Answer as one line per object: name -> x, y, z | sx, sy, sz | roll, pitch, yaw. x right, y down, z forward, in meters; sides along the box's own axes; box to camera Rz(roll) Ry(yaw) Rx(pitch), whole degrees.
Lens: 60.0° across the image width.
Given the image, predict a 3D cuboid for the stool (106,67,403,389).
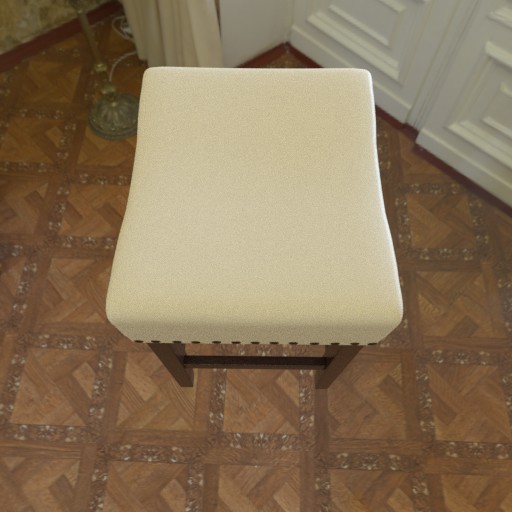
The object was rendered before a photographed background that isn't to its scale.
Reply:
stool -> 0.000, 0.000, 0.945 | 0.401, 0.609, 0.471 | 1, 65, 0
